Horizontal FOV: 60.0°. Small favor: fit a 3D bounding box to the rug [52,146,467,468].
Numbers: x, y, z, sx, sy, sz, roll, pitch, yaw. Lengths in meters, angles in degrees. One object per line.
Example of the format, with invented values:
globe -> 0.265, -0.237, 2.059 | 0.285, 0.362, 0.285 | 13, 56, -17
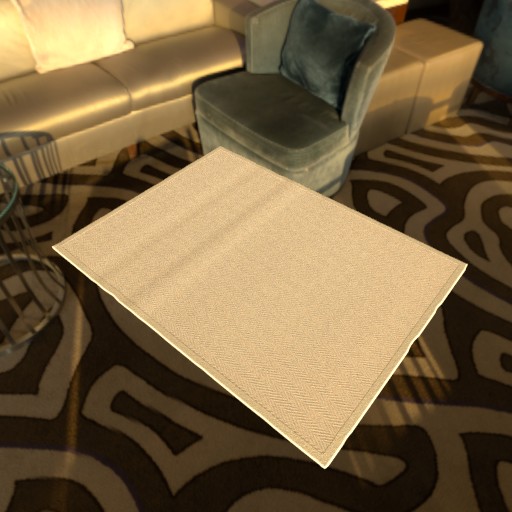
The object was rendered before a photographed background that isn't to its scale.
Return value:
rug -> 0.000, 0.000, 4.848 | 3.659, 0.037, 2.734 | 31, 53, 27
